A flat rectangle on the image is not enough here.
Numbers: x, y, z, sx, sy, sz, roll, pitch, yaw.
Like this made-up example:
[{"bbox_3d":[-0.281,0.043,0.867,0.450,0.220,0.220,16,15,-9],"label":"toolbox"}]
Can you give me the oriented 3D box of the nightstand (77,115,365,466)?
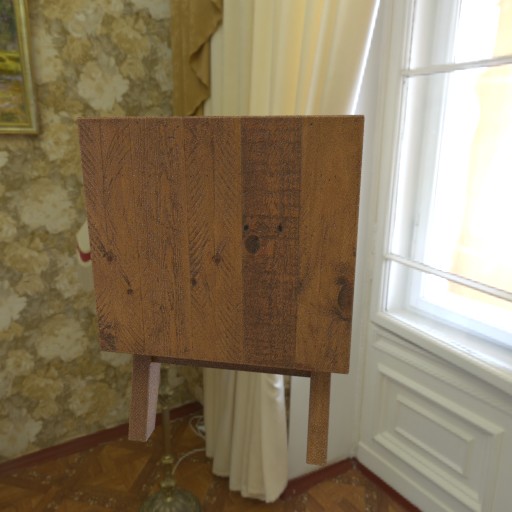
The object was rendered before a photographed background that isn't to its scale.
[{"bbox_3d":[0.000,0.000,1.036,0.450,0.599,0.650,3,16,10],"label":"nightstand"}]
